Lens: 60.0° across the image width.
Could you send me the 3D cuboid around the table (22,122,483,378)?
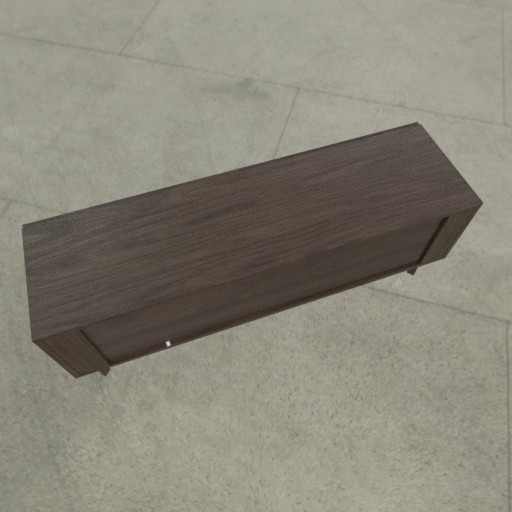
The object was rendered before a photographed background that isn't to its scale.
[{"bbox_3d":[0.000,0.000,1.607,1.397,0.508,0.405,-17,60,-10],"label":"table"}]
